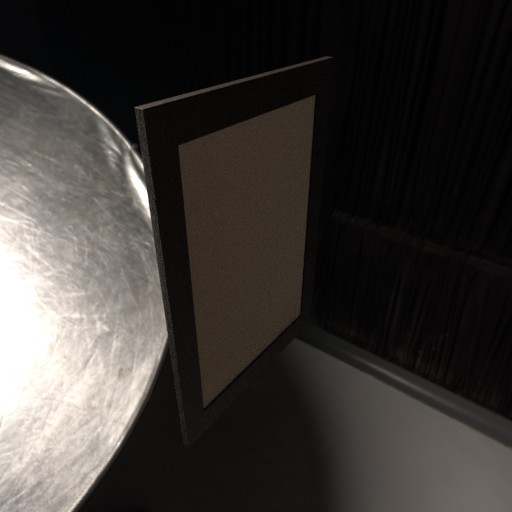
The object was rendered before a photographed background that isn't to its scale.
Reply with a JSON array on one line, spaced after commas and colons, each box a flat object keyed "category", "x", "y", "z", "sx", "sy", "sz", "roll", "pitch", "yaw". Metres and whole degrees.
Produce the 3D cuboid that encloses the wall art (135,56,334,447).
[{"category": "wall art", "x": 0.000, "y": 0.000, "z": 0.665, "sx": 0.013, "sy": 0.508, "sz": 0.359, "roll": 22, "pitch": 39, "yaw": 30}]
